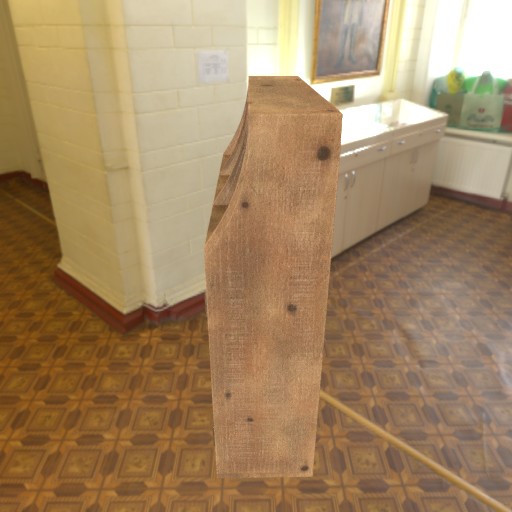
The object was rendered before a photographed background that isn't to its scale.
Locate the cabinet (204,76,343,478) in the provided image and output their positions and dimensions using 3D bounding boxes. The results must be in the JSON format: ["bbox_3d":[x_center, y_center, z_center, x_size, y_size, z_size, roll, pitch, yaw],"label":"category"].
[{"bbox_3d":[0.000,0.000,0.833,0.184,0.590,0.489,0,27,-1],"label":"cabinet"}]
